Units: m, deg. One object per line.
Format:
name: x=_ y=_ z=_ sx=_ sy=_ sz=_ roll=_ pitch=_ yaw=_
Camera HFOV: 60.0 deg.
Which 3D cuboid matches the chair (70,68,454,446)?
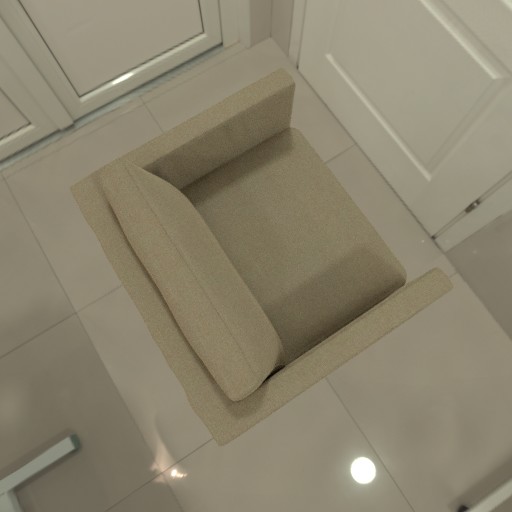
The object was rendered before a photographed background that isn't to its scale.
chair: x=0.000 y=0.000 z=1.765 sx=0.949 sy=0.863 sz=1.057 roll=-32 pitch=77 yaw=-8
